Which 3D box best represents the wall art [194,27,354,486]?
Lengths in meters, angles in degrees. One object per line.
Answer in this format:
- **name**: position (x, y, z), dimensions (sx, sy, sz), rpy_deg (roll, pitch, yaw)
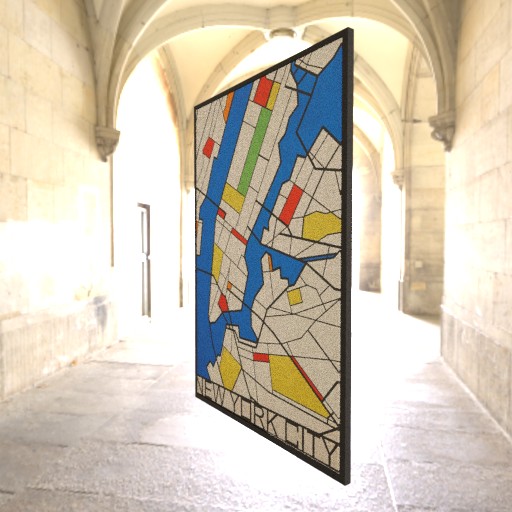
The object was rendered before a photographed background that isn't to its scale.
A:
- **wall art**: position (0.000, 0.000, 0.822), dimensions (0.013, 0.657, 0.457), rpy_deg (-1, 2, -36)
